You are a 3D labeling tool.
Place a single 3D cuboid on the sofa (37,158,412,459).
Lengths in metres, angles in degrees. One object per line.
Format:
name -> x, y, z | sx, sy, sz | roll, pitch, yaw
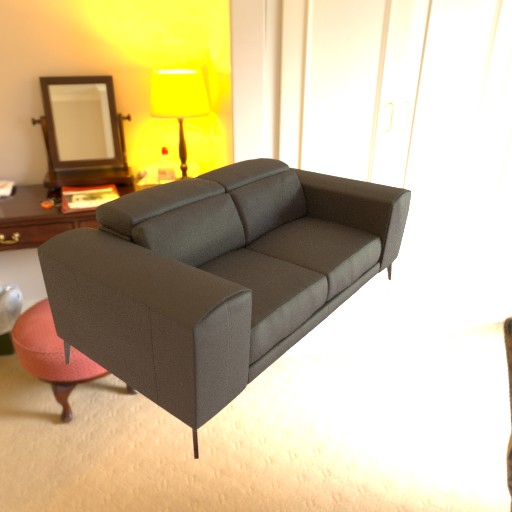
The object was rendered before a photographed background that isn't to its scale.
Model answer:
sofa -> 0.000, 0.000, 2.423 | 1.003, 0.779, 1.895 | 19, 31, 34
